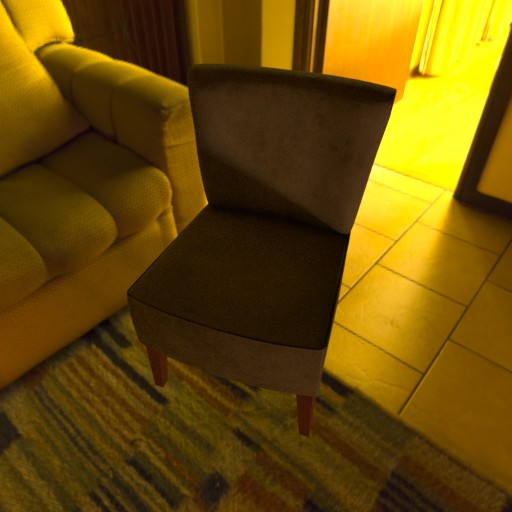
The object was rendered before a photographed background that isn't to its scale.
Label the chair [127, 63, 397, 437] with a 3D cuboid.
[{"bbox_3d":[0.000,0.000,1.178,0.521,0.806,0.554,13,43,15],"label":"chair"}]
